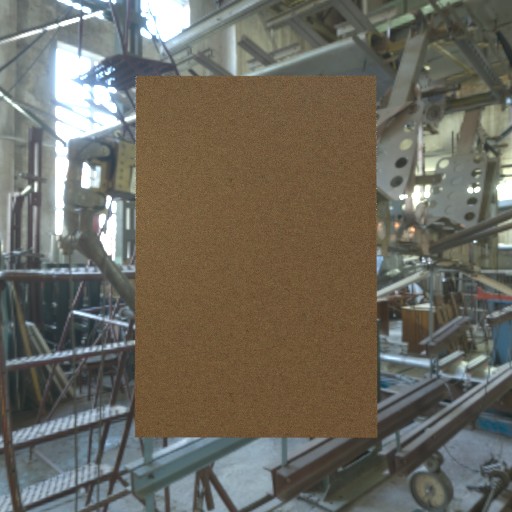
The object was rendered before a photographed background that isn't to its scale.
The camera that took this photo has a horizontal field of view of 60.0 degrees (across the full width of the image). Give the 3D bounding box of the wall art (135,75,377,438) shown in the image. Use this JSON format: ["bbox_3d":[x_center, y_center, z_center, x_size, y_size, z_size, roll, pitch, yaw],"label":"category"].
[{"bbox_3d":[0.000,0.000,1.138,0.610,0.914,0.037,0,-1,0],"label":"wall art"}]
